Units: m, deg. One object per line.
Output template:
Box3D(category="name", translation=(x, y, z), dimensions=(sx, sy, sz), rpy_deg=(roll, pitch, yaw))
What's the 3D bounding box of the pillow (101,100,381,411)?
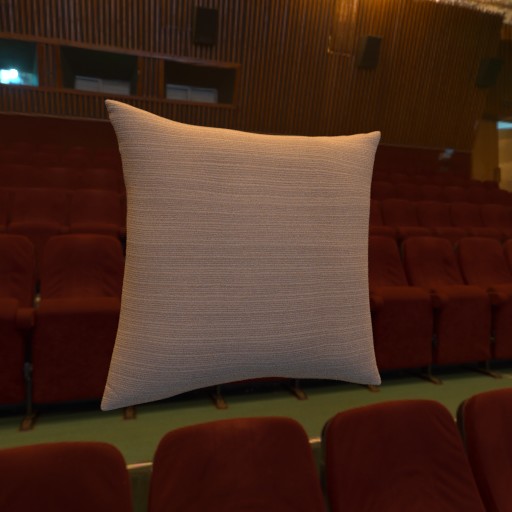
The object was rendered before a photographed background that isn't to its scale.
Box3D(category="pillow", translation=(0.000, 0.000, 0.777), dimensions=(0.512, 0.497, 0.204), rpy_deg=(0, -1, -18))
